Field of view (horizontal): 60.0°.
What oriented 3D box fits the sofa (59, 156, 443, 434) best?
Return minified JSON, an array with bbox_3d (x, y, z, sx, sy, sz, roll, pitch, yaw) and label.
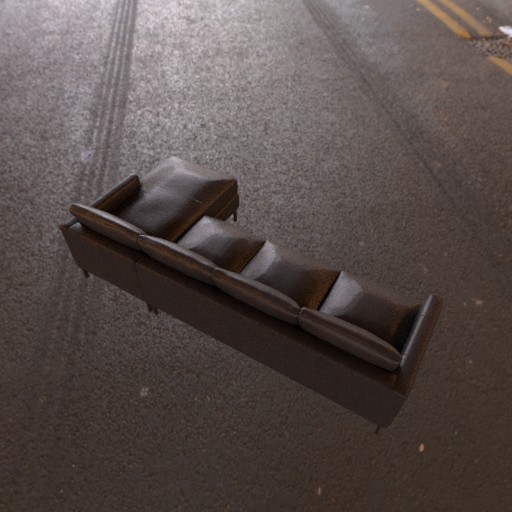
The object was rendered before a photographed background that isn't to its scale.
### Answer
[{"bbox_3d":[0.000,0.000,3.765,2.993,0.859,1.471,23,51,21],"label":"sofa"}]
